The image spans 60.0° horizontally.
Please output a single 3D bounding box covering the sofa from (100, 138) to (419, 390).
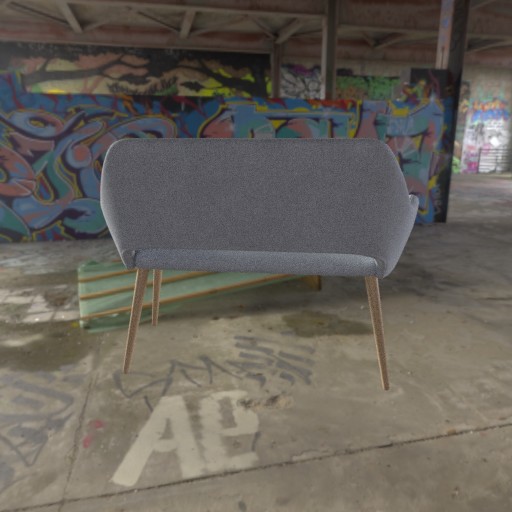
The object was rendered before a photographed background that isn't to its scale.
[{"bbox_3d":[0.000,0.000,1.645,1.150,0.840,0.610,2,14,7],"label":"sofa"}]
